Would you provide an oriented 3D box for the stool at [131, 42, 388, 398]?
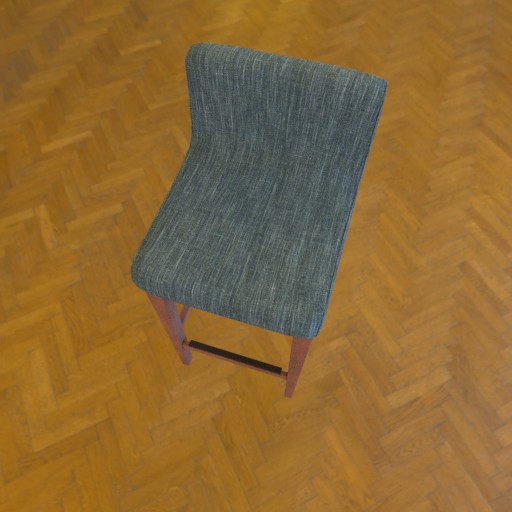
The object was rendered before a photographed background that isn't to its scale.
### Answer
[{"bbox_3d":[0.000,0.000,1.102,0.395,0.835,0.459,15,60,9],"label":"stool"}]
